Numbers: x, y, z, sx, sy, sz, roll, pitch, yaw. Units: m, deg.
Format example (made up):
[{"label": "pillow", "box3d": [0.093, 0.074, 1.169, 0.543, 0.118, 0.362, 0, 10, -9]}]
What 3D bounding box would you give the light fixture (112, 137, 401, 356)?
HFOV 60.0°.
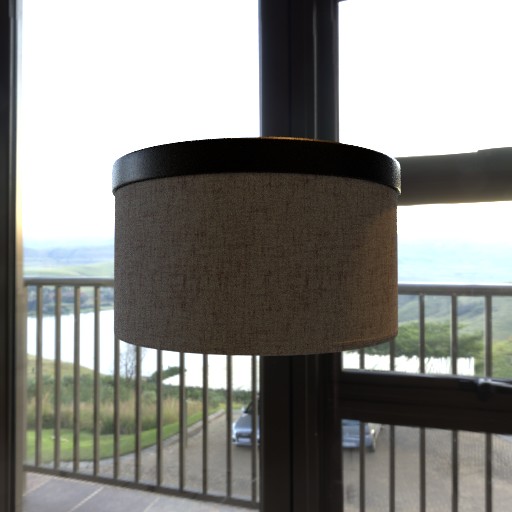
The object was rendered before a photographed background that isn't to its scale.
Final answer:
[{"label": "light fixture", "box3d": [0.000, 0.000, 0.627, 0.389, 0.229, 0.389, 0, -1, 0]}]
